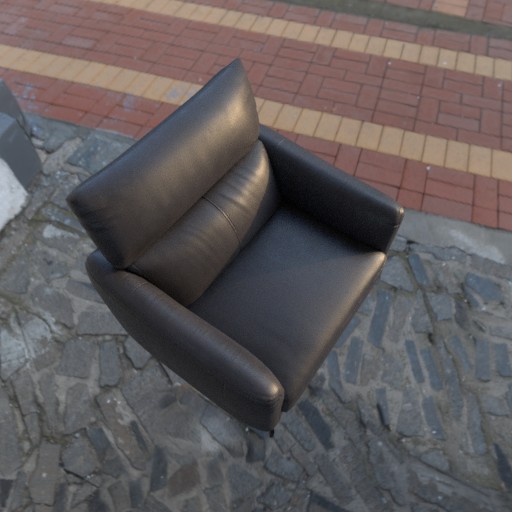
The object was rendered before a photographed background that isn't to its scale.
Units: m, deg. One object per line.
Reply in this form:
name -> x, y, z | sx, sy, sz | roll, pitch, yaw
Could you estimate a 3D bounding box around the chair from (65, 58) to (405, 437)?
chair -> 0.000, 0.000, 1.670 | 0.809, 0.949, 0.976 | 31, 63, 18
